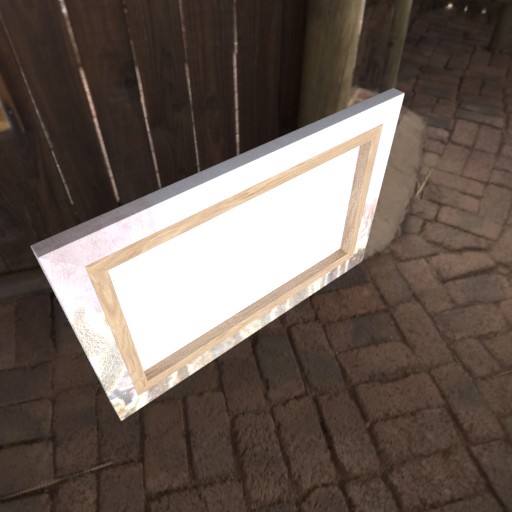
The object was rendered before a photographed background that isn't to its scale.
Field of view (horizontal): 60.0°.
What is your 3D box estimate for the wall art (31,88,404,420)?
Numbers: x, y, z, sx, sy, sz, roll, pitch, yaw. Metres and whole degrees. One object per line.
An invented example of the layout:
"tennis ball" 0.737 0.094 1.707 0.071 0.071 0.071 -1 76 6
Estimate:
"wall art" 0.000 0.000 1.133 0.916 0.608 0.040 -30 53 -26
